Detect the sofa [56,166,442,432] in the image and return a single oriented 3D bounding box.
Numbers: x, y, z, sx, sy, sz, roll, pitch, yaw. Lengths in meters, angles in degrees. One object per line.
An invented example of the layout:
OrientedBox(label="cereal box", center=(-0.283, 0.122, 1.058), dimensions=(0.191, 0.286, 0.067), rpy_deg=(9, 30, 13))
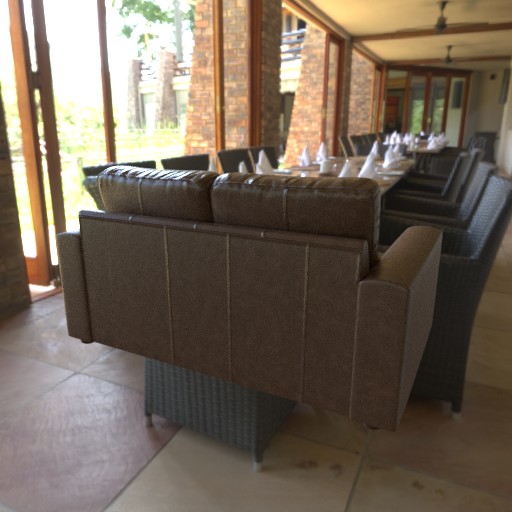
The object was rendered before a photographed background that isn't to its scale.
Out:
OrientedBox(label="sofa", center=(0.000, 0.000, 2.192), dimensions=(1.616, 0.873, 1.016), rpy_deg=(8, 18, 26))
